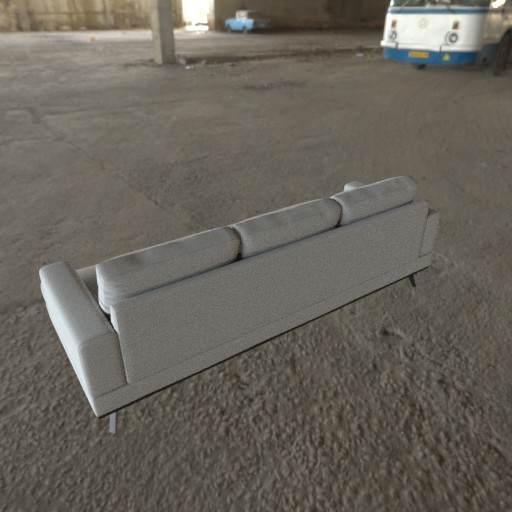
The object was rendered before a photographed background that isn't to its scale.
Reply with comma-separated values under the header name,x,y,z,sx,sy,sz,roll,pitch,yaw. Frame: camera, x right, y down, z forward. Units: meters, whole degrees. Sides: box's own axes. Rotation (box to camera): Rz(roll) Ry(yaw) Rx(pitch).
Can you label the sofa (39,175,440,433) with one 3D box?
name,x,y,z,sx,sy,sz,roll,pitch,yaw
sofa,0.000,0.000,2.699,2.310,0.810,0.920,-19,34,-30
